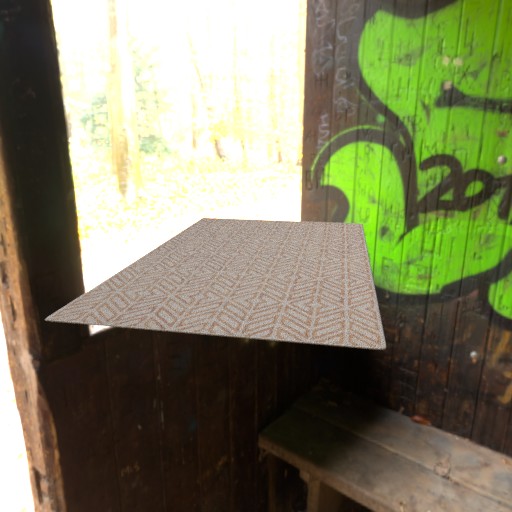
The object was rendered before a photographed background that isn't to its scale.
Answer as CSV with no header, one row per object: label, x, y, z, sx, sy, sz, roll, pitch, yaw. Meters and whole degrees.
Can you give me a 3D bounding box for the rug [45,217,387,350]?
rug,0.000,0.000,3.044,1.523,0.008,2.438,3,16,10
